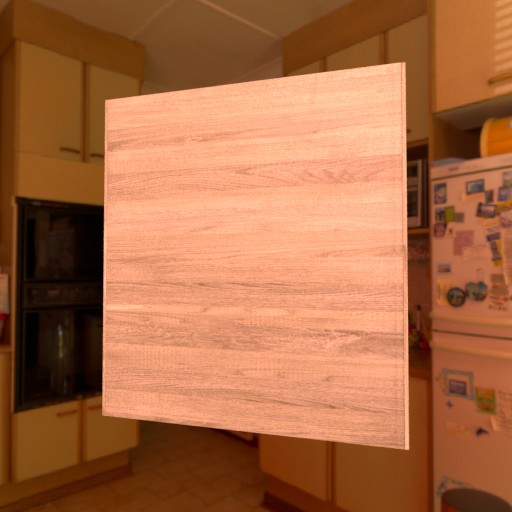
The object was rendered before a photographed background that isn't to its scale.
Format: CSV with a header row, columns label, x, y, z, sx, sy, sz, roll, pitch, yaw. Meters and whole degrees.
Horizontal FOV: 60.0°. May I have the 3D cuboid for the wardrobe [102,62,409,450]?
label,x,y,z,sx,sy,sz,roll,pitch,yaw
wardrobe,0.000,0.000,2.788,1.780,1.960,0.629,0,-2,17
